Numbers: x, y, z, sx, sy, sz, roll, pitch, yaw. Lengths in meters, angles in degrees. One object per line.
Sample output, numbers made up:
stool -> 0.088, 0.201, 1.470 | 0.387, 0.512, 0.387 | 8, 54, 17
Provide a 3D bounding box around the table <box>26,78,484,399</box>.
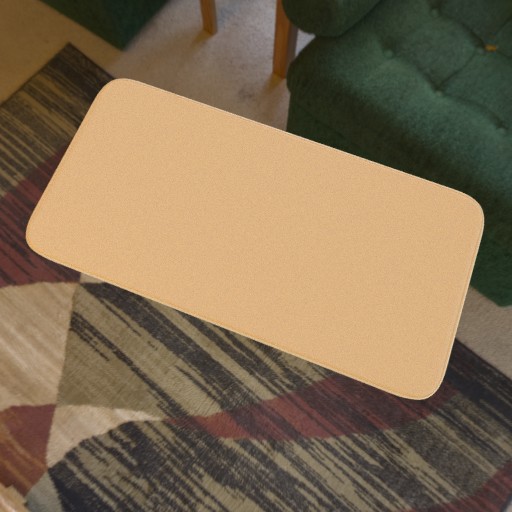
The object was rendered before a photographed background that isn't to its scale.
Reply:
table -> 0.000, 0.000, 1.614 | 1.219, 0.729, 0.610 | 20, 76, 5
